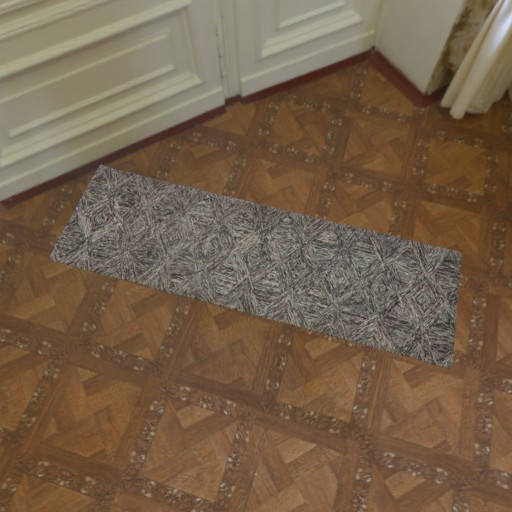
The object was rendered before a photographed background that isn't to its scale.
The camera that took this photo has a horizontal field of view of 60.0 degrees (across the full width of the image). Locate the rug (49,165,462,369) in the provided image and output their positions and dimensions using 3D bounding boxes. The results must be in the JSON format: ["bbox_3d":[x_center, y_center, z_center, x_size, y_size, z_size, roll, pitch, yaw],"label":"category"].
[{"bbox_3d":[0.000,0.000,2.576,2.305,0.013,0.719,14,65,7],"label":"rug"}]
